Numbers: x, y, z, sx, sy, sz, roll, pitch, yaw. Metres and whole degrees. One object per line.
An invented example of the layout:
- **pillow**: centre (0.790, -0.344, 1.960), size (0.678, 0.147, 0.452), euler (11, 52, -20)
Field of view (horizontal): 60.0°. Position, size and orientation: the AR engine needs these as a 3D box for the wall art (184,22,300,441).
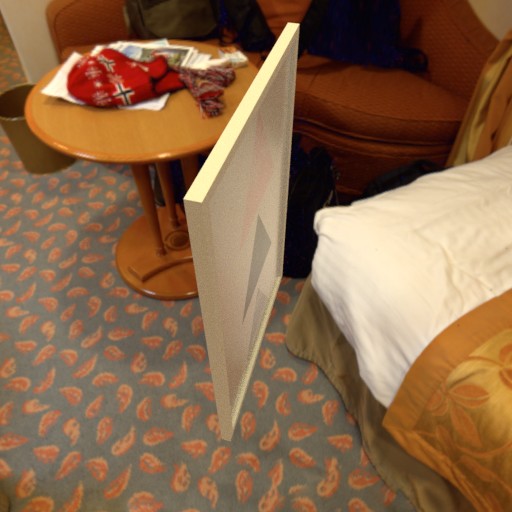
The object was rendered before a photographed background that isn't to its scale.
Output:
- **wall art**: centre (0.000, 0.000, 0.545), size (0.013, 0.433, 0.303), euler (12, 49, 10)
